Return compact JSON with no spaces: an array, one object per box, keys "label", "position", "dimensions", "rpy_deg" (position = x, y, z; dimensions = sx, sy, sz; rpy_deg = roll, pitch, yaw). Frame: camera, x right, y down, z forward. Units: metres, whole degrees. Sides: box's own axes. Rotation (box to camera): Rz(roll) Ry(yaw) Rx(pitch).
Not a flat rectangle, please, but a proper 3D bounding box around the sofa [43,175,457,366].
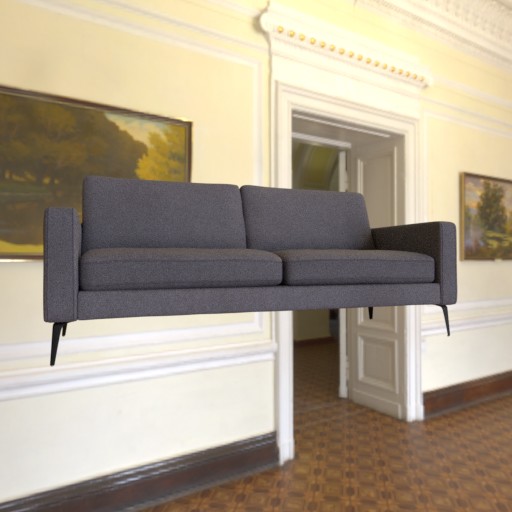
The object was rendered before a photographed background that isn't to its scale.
[{"label":"sofa","position":[0.000,0.000,2.289],"dimensions":[1.925,0.828,0.774],"rpy_deg":[0,-1,-20]}]
